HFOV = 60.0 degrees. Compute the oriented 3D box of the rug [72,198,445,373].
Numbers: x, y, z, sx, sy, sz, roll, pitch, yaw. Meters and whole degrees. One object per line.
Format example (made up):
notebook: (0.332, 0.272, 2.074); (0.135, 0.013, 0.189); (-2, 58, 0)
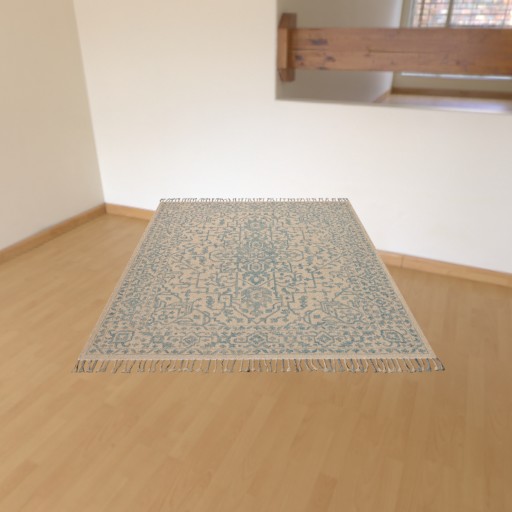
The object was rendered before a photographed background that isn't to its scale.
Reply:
rug: (0.000, 0.000, 4.359); (2.464, 0.010, 3.327); (0, 27, 0)
